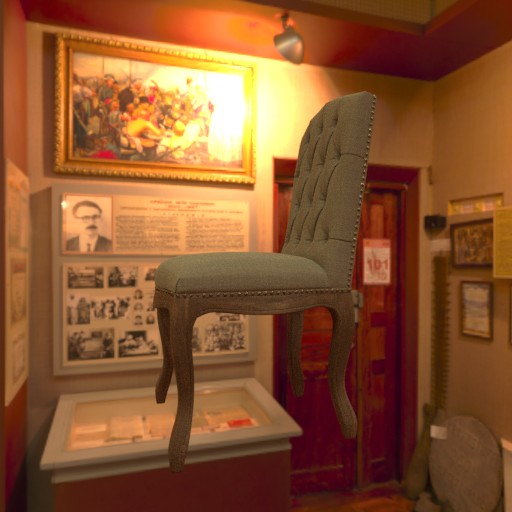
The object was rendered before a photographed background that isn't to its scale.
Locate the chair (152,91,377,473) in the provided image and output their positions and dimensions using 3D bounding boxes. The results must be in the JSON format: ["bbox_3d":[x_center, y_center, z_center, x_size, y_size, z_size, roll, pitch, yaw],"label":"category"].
[{"bbox_3d":[0.000,0.000,1.608,0.731,1.191,0.637,0,0,-16],"label":"chair"}]
